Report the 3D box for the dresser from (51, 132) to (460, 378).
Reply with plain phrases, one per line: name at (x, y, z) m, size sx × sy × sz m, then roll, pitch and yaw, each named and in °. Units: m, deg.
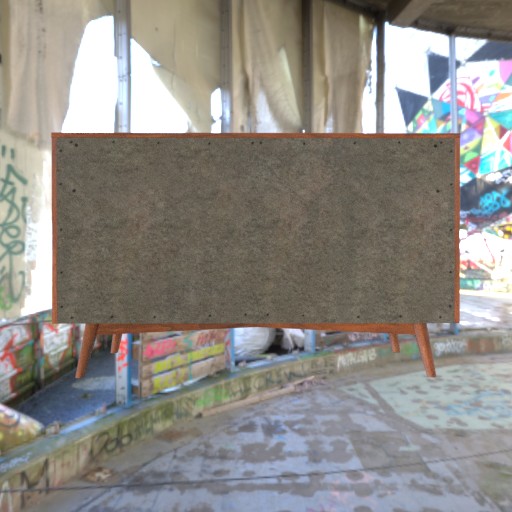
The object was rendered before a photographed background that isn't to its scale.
dresser at (0.000, 0.000, 1.847) m, size 1.472 × 0.889 × 0.500 m, roll 0°, pitch 0°, yaw 0°
